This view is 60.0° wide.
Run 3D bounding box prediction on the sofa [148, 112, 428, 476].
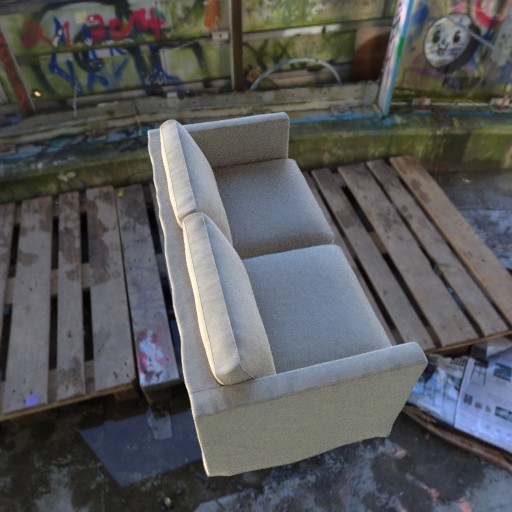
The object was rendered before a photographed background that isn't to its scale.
[{"bbox_3d":[0.000,0.000,2.470,0.962,0.835,1.959,-11,48,-10],"label":"sofa"}]
